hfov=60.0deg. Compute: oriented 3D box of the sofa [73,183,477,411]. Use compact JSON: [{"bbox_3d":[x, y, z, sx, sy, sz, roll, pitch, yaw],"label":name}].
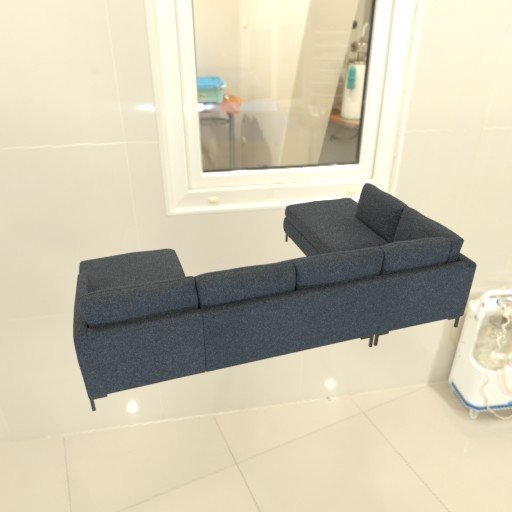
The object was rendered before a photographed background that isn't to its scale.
[{"bbox_3d":[0.000,0.000,3.897,2.956,0.813,2.007,-9,29,-16],"label":"sofa"}]
